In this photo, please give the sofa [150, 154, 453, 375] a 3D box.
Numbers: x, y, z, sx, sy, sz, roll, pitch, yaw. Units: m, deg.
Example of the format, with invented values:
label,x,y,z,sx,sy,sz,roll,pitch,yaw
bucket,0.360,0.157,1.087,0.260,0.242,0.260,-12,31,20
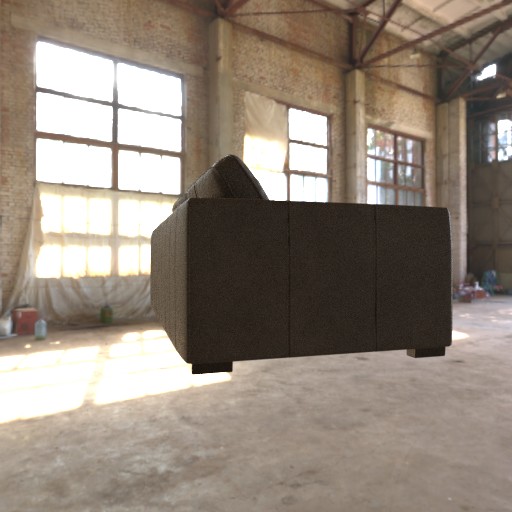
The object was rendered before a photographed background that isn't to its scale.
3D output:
label,x,y,z,sx,sy,sz,roll,pitch,yaw
sofa,0.000,0.000,2.485,1.070,0.800,1.920,0,0,-17
